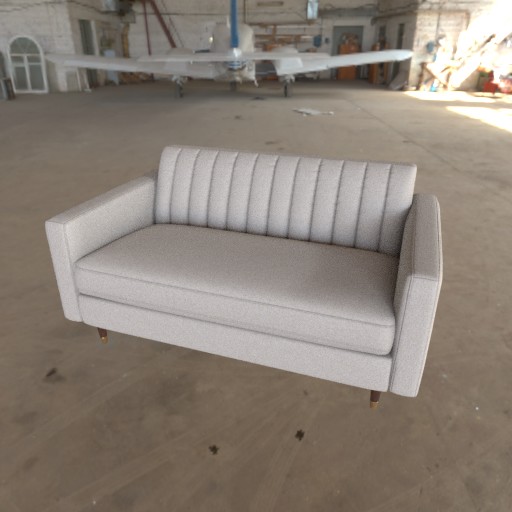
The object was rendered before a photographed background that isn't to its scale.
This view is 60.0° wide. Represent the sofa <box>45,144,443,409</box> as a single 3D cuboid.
[{"bbox_3d":[0.000,0.000,2.118,1.585,0.801,0.950,9,27,17],"label":"sofa"}]
